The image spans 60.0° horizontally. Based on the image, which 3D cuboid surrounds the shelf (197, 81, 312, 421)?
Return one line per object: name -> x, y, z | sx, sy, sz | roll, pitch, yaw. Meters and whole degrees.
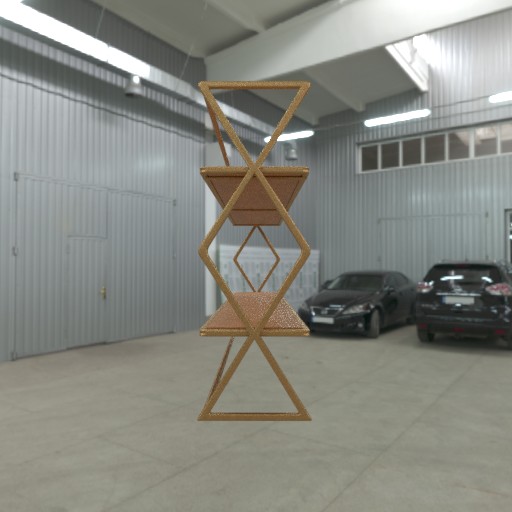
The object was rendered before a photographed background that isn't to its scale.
shelf -> 0.000, 0.000, 0.996 | 0.150, 0.450, 0.822 | 0, -1, 0
